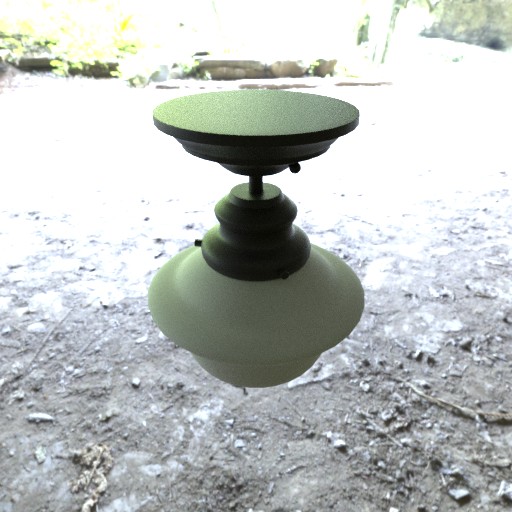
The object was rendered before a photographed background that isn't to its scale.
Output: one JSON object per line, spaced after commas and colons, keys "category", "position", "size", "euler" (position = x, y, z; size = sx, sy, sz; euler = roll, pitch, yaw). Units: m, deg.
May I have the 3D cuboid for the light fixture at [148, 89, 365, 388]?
{"category": "light fixture", "position": [0.000, 0.000, 0.392], "size": [0.197, 0.254, 0.197], "euler": [0, 30, 0]}
